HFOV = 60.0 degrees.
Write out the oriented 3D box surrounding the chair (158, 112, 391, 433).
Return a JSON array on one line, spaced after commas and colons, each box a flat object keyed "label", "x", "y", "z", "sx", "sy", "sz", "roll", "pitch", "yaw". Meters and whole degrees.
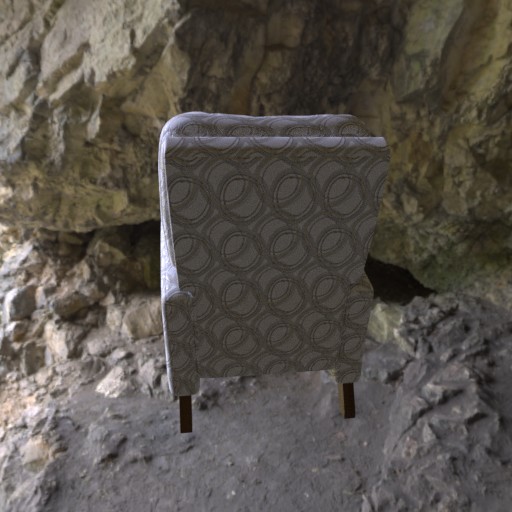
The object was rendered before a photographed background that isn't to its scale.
[{"label": "chair", "x": 0.000, "y": 0.000, "z": 1.785, "sx": 0.796, "sy": 1.065, "sz": 0.995, "roll": -2, "pitch": 15, "yaw": -8}]
